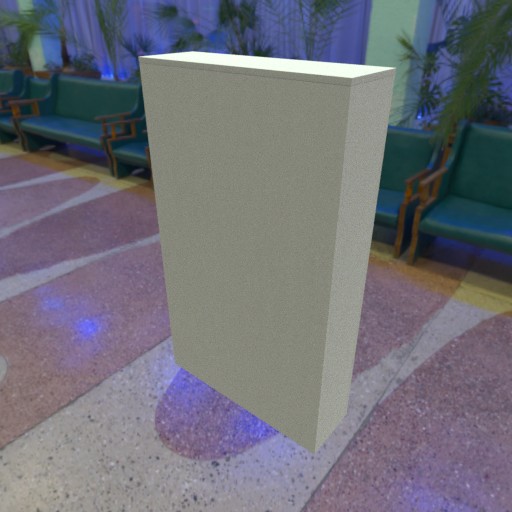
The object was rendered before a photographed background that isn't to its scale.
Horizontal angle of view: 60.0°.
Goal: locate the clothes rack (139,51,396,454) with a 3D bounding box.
[{"bbox_3d":[0.000,0.000,1.585,0.750,1.280,0.250,22,36,33],"label":"clothes rack"}]
